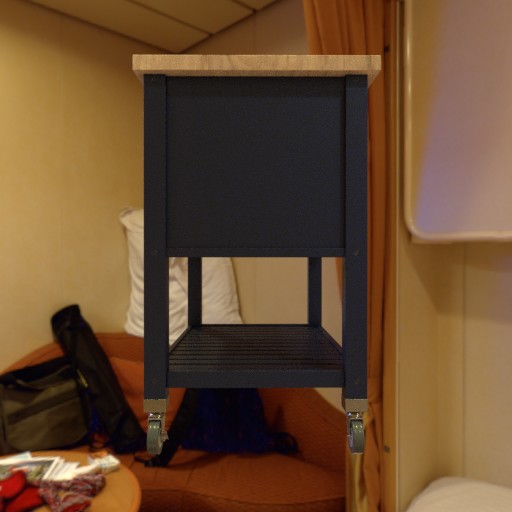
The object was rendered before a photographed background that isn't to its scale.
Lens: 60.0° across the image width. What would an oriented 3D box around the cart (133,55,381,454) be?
[{"bbox_3d":[0.000,0.000,1.400,0.567,0.920,0.797,0,0,0],"label":"cart"}]
